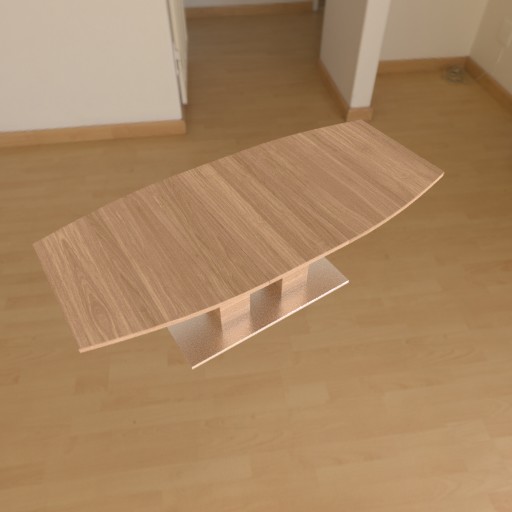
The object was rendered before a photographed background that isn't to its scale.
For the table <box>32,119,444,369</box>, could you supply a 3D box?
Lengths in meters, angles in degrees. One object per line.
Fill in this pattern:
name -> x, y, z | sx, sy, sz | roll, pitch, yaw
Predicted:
table -> 0.000, 0.000, 2.508 | 2.032, 0.750, 0.900 | -26, 52, -22
